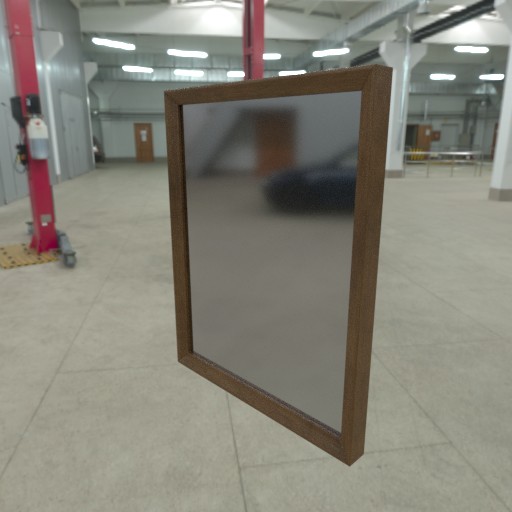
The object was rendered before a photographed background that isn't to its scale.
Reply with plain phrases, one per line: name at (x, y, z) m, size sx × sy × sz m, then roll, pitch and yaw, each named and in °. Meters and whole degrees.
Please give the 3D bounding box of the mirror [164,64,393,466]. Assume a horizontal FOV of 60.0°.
mirror at (0.000, 0.000, 0.690) m, size 0.041 × 0.509 × 0.406 m, roll -14°, pitch 21°, yaw -42°
